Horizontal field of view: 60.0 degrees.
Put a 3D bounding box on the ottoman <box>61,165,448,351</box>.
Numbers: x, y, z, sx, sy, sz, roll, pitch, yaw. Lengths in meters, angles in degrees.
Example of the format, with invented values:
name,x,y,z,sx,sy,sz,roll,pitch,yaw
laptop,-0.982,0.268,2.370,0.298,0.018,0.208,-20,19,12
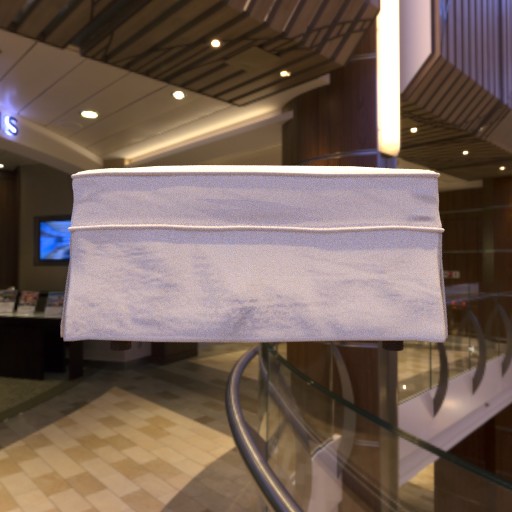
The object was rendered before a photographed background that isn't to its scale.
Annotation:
name,x,y,z,sx,sy,sz,roll,pitch,yaw
ottoman,0.000,0.000,1.368,0.944,0.479,0.703,0,-1,0
